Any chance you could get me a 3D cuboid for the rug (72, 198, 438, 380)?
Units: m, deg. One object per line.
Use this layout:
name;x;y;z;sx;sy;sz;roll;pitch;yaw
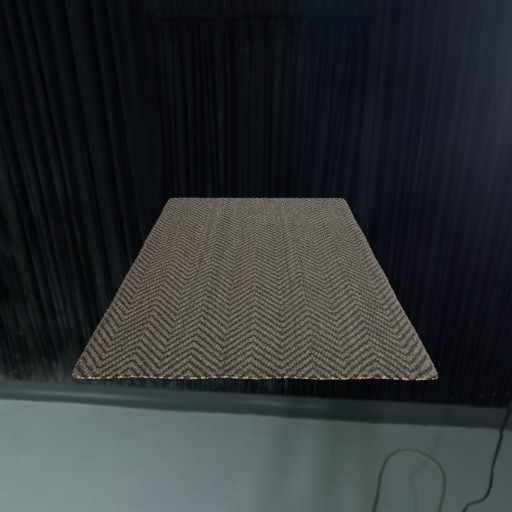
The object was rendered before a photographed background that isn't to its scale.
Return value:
rug;0.000;0.000;2.272;1.219;0.008;1.828;0;26;0
